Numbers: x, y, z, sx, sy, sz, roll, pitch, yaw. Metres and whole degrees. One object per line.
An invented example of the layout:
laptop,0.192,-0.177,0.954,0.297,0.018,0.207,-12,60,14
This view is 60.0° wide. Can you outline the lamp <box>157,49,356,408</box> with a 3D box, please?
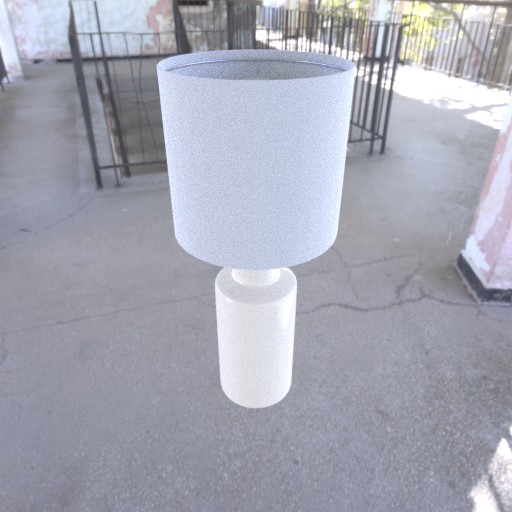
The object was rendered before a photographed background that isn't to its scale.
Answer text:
lamp,0.000,0.000,0.609,0.212,0.493,0.212,1,32,2
